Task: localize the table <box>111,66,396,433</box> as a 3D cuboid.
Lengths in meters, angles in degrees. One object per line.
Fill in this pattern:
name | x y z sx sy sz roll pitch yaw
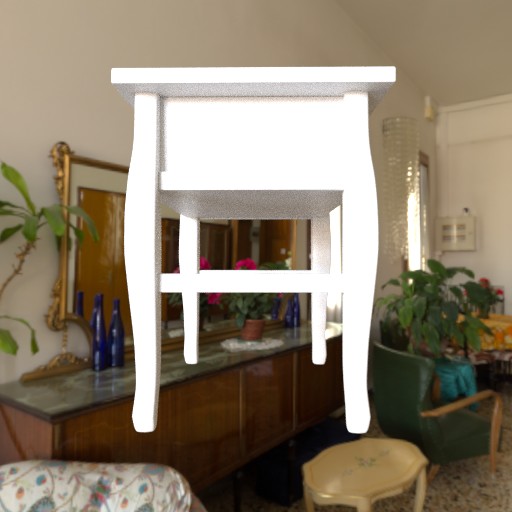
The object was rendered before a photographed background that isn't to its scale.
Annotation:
table | 0.000 0.000 1.011 0.463 0.605 0.599 0 -1 1
